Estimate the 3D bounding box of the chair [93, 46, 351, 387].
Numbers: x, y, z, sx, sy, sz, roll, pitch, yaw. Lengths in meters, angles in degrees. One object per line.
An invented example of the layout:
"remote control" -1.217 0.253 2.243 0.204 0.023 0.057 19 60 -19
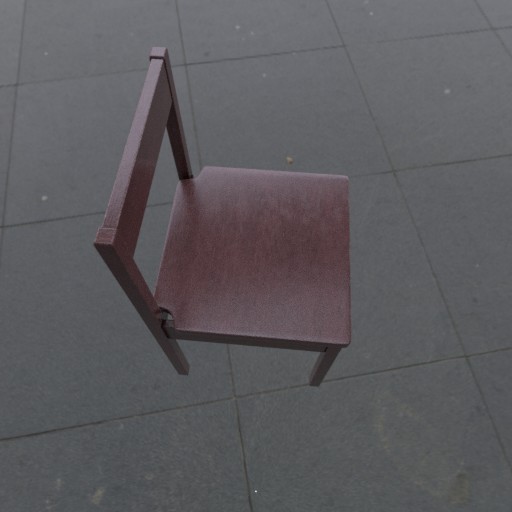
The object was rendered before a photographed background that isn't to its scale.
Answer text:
"chair" 0.000 0.000 0.893 0.361 0.668 0.367 4 62 2
